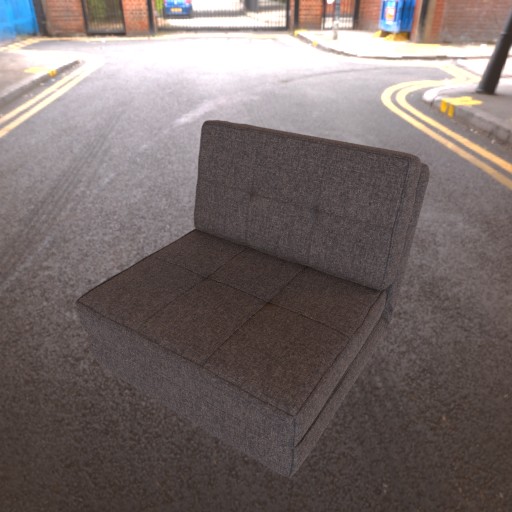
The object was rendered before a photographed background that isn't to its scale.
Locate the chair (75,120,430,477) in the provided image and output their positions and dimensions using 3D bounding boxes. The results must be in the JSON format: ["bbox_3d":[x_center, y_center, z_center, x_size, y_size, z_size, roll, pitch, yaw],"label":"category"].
[{"bbox_3d":[0.000,0.000,1.317,0.740,0.615,0.800,19,36,29],"label":"chair"}]
